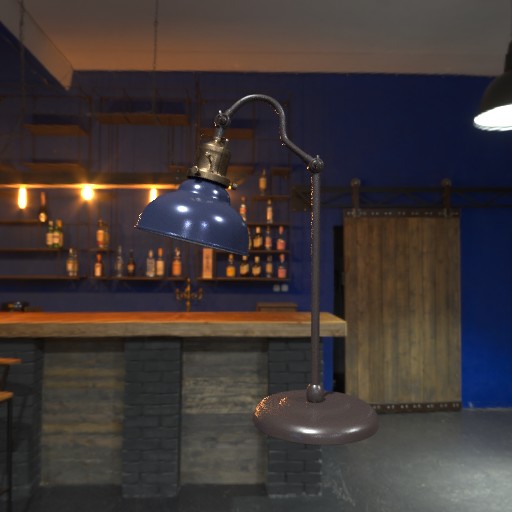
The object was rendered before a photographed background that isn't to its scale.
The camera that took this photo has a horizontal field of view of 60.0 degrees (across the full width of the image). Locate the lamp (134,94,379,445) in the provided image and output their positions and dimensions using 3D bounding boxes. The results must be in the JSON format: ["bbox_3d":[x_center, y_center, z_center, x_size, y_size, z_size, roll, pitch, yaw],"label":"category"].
[{"bbox_3d":[0.000,0.000,0.691,0.374,0.508,0.192,0,-1,0],"label":"lamp"}]
